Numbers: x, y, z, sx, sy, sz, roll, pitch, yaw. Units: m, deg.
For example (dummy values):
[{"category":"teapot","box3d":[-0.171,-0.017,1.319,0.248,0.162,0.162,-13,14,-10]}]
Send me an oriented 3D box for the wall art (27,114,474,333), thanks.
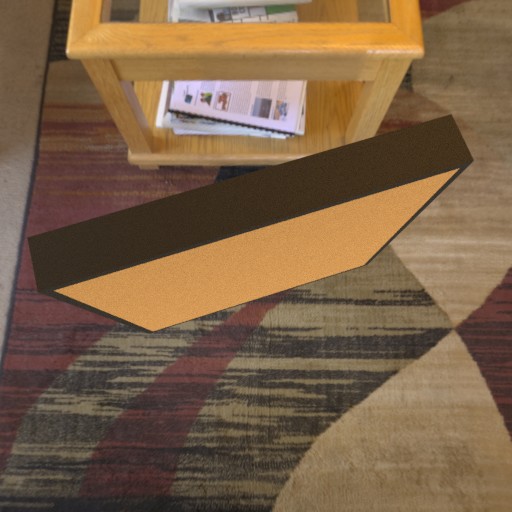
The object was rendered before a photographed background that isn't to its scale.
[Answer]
[{"category":"wall art","box3d":[0.000,0.000,0.446,0.304,0.304,0.038,-17,76,-4]}]
